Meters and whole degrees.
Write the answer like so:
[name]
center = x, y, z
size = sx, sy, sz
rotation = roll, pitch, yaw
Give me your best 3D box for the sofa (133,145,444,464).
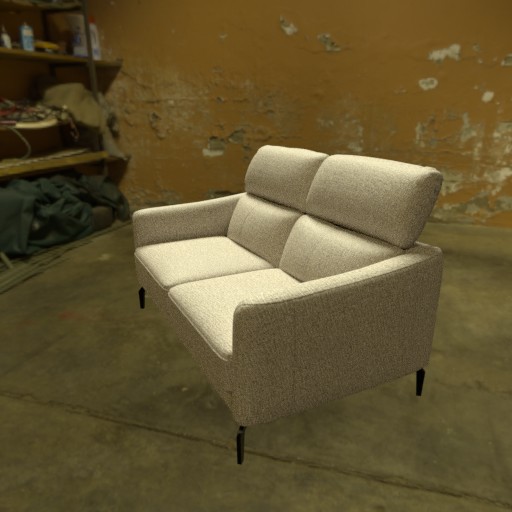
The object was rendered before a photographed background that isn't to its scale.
[sofa]
center = 0.000, 0.000, 2.130
size = 0.905, 0.950, 1.540
rotation = -9, 20, -26
